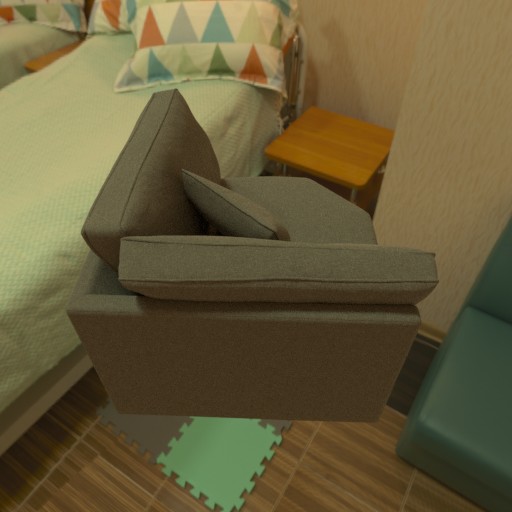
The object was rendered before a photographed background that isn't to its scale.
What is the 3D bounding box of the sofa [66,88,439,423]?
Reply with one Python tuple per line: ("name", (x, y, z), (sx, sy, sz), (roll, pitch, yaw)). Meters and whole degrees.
("sofa", (0.000, 0.000, 1.811), (1.050, 0.951, 1.042), (2, 46, 2))
